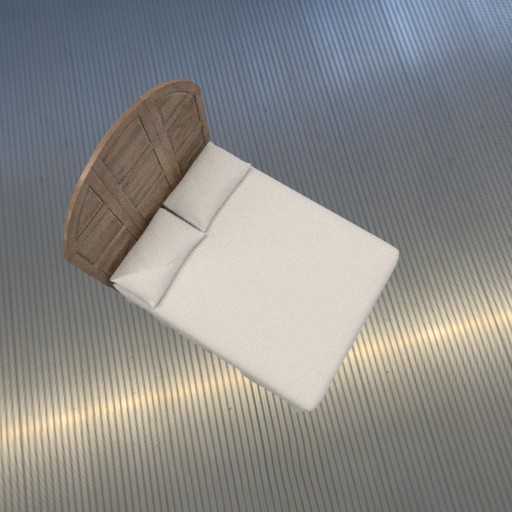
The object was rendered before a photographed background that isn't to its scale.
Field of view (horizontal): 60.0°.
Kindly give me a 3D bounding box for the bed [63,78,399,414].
[{"bbox_3d":[0.000,0.000,3.508,2.112,2.002,1.713,31,77,8],"label":"bed"}]
